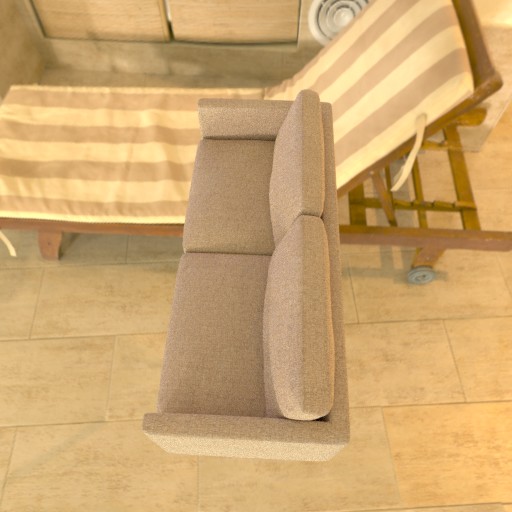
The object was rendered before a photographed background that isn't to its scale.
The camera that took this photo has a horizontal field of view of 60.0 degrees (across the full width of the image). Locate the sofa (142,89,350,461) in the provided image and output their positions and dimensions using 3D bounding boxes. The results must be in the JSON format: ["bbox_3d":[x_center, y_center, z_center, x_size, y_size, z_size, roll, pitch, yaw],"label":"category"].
[{"bbox_3d":[0.000,0.000,2.721,0.951,0.965,2.208,2,59,1],"label":"sofa"}]
